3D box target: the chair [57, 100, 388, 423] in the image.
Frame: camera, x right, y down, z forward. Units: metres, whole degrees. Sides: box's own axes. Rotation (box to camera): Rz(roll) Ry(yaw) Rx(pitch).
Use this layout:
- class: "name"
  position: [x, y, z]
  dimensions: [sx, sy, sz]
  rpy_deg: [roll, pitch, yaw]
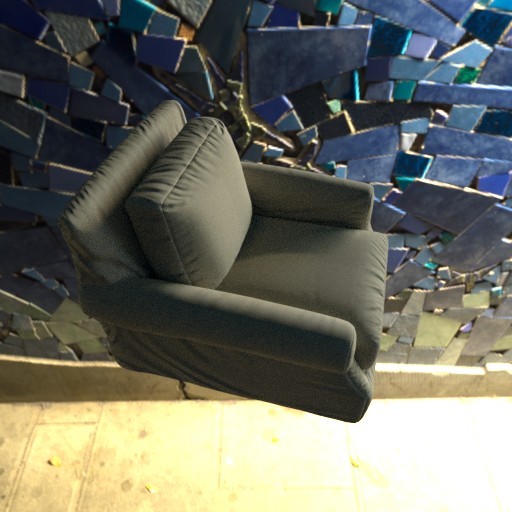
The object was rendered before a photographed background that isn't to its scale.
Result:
- class: "chair"
  position: [0.000, 0.000, 1.764]
  dimensions: [1.066, 0.866, 0.940]
  rpy_deg: [10, 46, 10]
